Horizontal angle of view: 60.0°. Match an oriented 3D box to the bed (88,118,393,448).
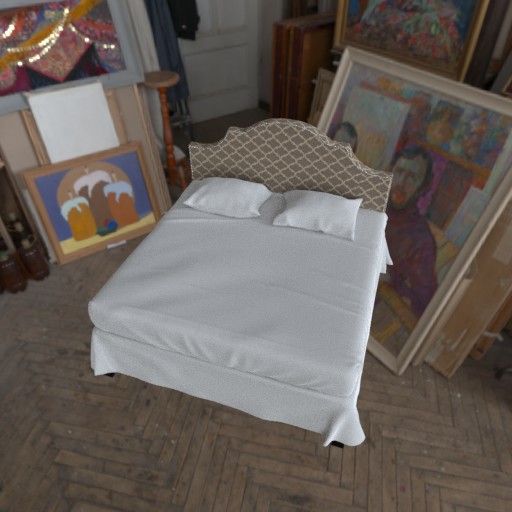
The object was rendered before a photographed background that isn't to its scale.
[{"bbox_3d":[0.000,0.000,3.721,2.314,1.601,2.222,12,42,14],"label":"bed"}]
